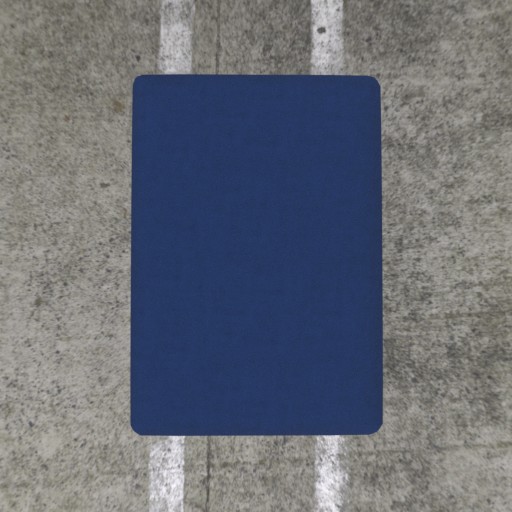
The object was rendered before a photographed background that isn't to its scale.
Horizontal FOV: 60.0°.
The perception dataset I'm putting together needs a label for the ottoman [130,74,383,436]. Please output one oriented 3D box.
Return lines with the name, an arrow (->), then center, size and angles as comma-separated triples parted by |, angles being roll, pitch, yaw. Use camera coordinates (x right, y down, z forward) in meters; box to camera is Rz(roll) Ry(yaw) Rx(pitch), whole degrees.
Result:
ottoman -> 0.000, 0.000, 1.211 | 0.587, 0.498, 0.835 | 0, 88, -1
